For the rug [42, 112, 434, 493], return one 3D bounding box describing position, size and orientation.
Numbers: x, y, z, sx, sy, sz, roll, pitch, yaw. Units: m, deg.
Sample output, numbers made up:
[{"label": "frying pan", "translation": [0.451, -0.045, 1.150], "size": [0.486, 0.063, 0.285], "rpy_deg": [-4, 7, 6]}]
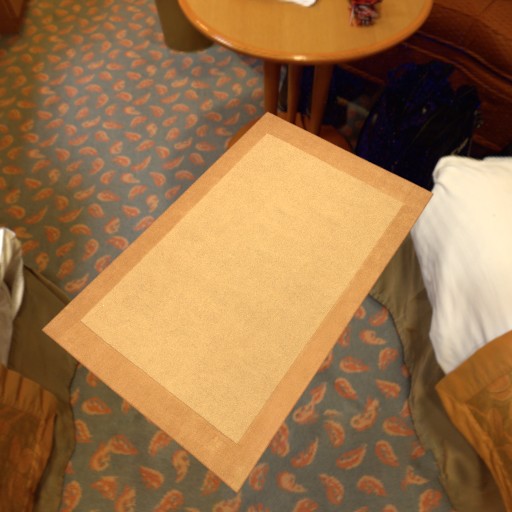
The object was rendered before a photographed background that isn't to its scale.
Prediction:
[{"label": "rug", "translation": [0.000, 0.000, 3.031], "size": [1.524, 0.014, 2.438], "rpy_deg": [32, 64, 18]}]
